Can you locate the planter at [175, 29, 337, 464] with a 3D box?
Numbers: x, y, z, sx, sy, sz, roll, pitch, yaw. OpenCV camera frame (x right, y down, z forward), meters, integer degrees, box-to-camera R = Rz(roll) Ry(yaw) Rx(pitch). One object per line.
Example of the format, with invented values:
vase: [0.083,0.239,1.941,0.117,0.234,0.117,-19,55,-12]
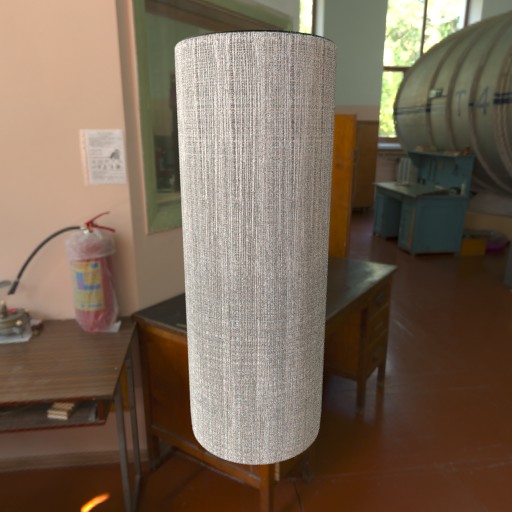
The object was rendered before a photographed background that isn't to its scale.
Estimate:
planter: [0.000,0.000,0.312,0.100,0.270,0.100,8,17,25]
